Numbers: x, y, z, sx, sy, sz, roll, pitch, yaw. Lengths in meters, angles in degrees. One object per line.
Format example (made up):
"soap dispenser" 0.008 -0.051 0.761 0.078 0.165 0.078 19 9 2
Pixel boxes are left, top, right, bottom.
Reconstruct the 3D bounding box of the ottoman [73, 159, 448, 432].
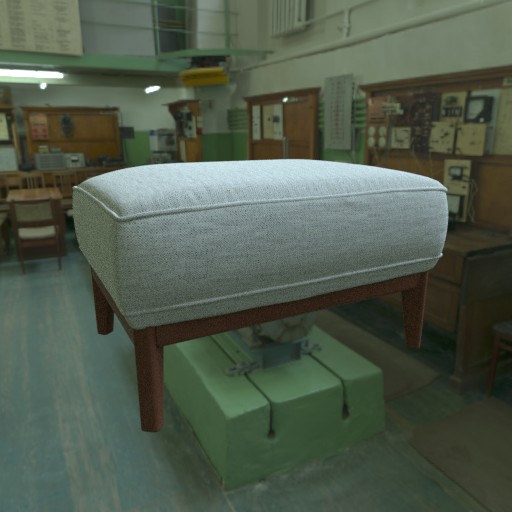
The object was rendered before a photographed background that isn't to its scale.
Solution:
"ottoman" 0.000 0.000 1.130 0.794 0.465 0.594 -8 18 -27
